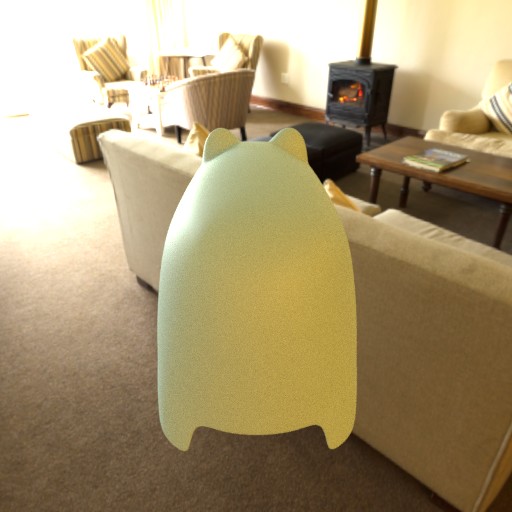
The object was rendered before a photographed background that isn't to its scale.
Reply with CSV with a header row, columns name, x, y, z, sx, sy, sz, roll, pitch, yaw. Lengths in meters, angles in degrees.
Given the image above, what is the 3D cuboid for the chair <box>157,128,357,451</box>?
name,x,y,z,sx,sy,sz,roll,pitch,yaw
chair,0.000,0.000,0.867,0.364,0.423,0.619,0,31,-1
